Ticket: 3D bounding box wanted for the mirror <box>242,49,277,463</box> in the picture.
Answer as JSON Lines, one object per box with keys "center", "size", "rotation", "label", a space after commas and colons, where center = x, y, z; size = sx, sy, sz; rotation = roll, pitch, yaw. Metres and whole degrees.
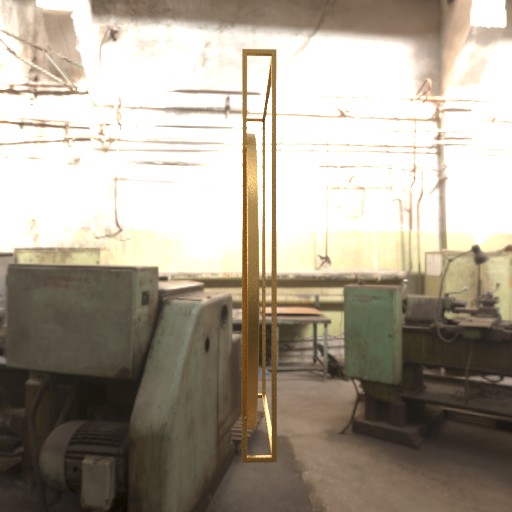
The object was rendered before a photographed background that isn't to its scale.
{"center": [0.000, 0.000, 0.803], "size": [0.051, 0.603, 0.508], "rotation": [0, -1, -2], "label": "mirror"}
